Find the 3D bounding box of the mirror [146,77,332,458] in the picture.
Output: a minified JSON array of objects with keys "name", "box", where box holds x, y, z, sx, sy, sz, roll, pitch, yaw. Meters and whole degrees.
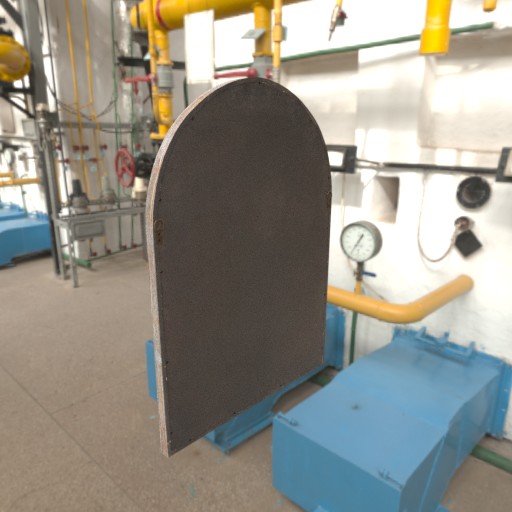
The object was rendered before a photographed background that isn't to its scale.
[{"name":"mirror","box":[0.000,0.000,1.226,0.032,0.920,0.660,15,22,42]}]
